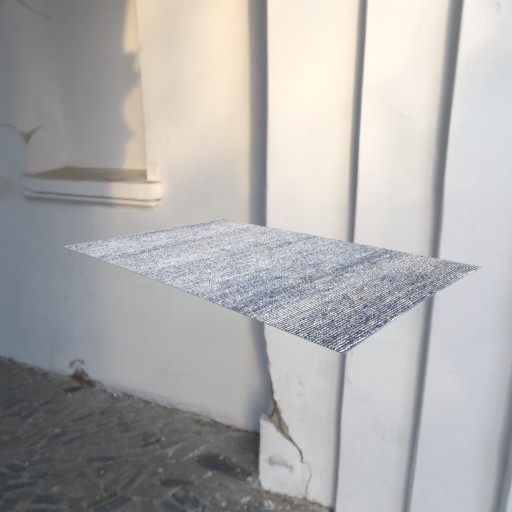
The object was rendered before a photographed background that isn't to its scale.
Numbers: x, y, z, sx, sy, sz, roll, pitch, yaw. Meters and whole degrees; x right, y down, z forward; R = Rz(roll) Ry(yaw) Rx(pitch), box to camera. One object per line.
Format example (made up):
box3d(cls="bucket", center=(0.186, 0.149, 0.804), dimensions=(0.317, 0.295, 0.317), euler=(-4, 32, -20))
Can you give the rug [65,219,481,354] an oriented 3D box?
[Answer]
box3d(cls="rug", center=(0.000, 0.000, 2.169), dimensions=(1.740, 0.010, 1.135), euler=(14, 20, 42))
